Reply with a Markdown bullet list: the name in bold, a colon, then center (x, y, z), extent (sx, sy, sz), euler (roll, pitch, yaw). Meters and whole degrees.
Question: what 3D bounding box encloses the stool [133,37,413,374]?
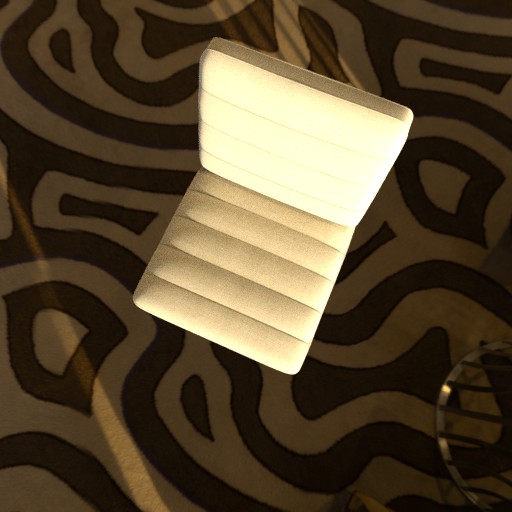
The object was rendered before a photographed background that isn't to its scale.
- **stool**: center (0.000, 0.000, 1.321), extent (0.460, 1.040, 0.560), euler (23, 77, 6)
